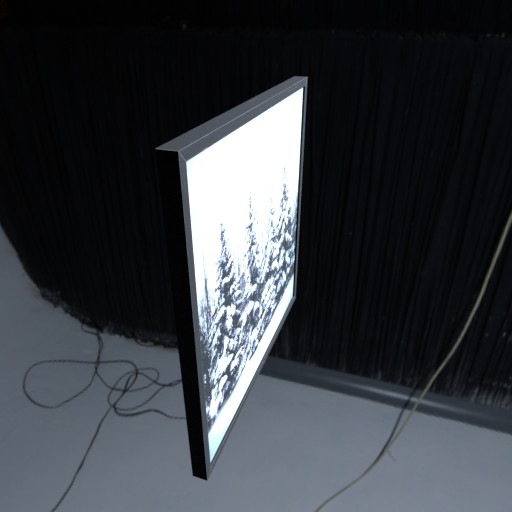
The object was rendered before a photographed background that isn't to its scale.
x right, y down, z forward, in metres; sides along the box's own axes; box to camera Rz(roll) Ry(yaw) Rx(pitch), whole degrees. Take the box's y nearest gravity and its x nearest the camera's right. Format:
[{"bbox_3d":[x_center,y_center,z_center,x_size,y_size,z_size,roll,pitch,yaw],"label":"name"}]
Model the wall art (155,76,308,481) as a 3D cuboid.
[{"bbox_3d":[0.000,0.000,1.134,0.037,0.761,0.761,10,31,17],"label":"wall art"}]
